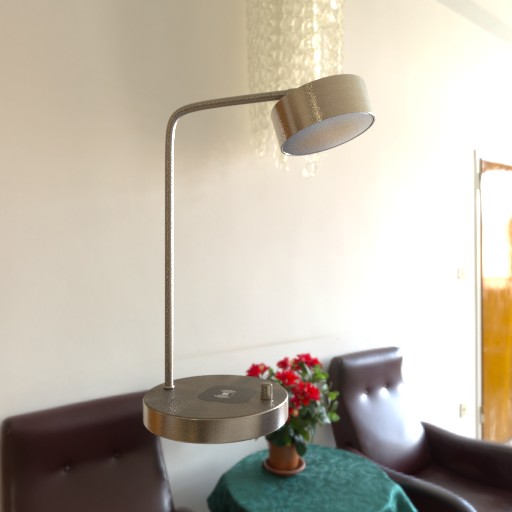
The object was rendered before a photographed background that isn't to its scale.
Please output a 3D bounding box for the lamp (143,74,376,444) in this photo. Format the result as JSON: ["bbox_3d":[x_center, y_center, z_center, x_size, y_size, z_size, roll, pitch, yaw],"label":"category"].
[{"bbox_3d":[0.000,0.000,0.637,0.334,0.469,0.211,0,0,18],"label":"lamp"}]
